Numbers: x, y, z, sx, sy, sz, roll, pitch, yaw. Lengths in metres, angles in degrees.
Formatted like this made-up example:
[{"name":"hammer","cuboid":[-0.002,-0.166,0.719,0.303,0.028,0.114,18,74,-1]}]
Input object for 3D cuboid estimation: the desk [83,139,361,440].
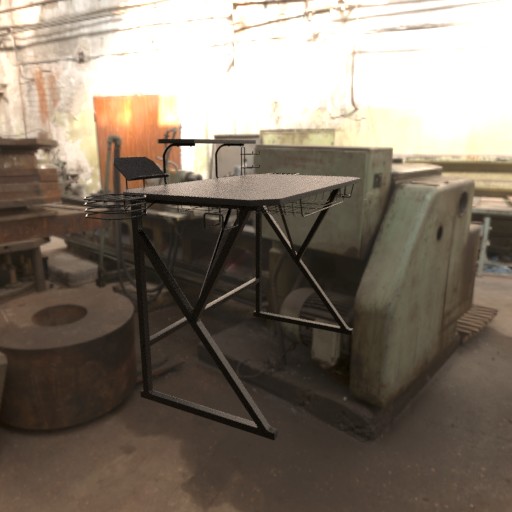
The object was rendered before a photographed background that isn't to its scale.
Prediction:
[{"name":"desk","cuboid":[0.000,0.000,1.730,0.580,0.880,1.290,7,16,26]}]
